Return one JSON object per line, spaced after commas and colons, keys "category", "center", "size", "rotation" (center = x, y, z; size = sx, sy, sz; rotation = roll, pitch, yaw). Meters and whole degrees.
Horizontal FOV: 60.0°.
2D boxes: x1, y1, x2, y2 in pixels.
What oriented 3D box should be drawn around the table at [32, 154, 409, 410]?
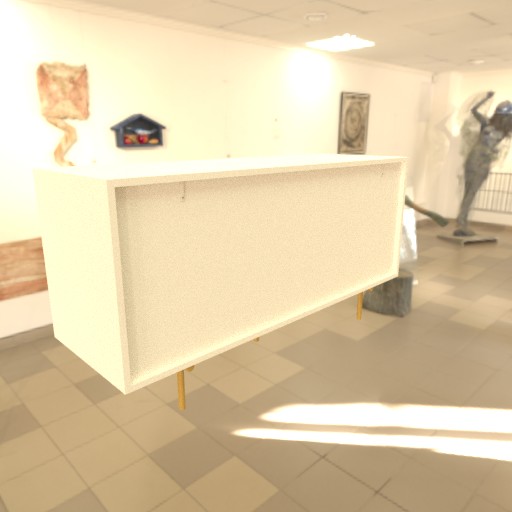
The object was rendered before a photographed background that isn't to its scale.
{"category": "table", "center": [0.000, 0.000, 1.844], "size": [1.500, 0.769, 0.508], "rotation": [-15, 21, -42]}
